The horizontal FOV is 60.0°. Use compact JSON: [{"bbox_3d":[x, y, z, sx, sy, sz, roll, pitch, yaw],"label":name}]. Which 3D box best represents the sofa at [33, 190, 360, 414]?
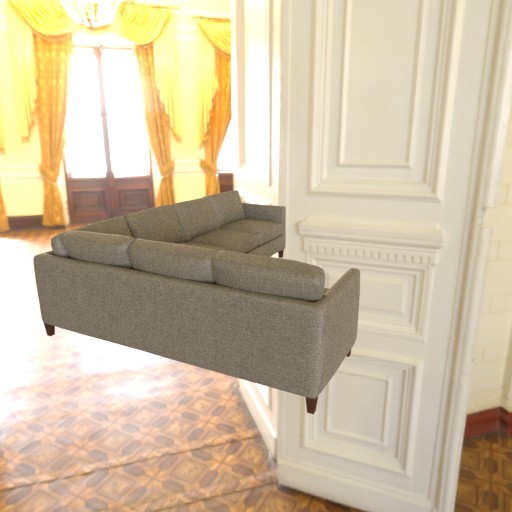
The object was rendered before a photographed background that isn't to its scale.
[{"bbox_3d":[0.000,0.000,4.610,2.593,0.947,3.302,8,18,26],"label":"sofa"}]
